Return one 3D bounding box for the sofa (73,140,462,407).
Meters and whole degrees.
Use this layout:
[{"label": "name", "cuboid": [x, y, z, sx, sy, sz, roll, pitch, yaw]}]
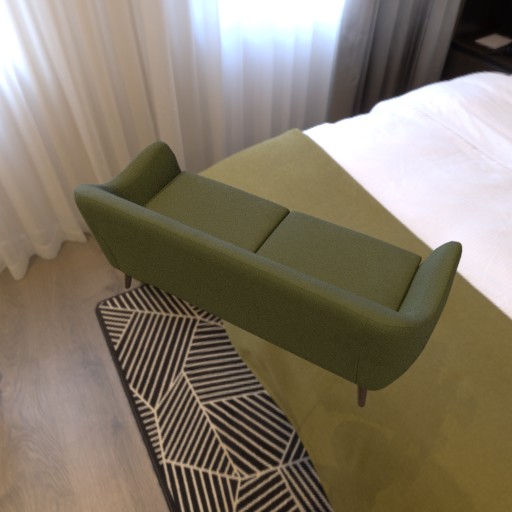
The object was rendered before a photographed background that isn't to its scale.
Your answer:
[{"label": "sofa", "cuboid": [0.000, 0.000, 2.301, 1.840, 0.836, 0.820, 23, 50, 20]}]
